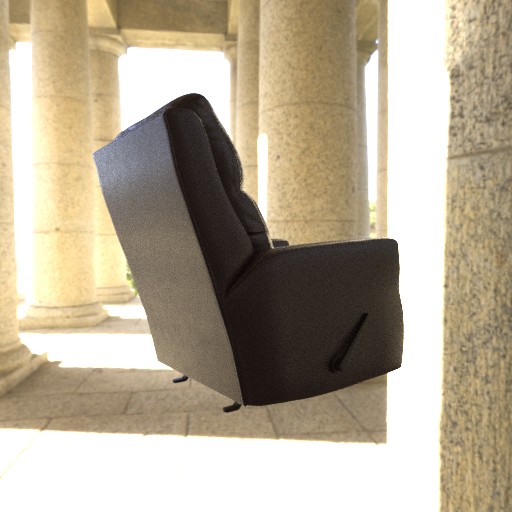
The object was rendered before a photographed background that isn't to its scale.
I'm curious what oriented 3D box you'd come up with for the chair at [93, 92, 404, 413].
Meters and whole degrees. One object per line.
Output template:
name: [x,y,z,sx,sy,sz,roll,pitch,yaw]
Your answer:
chair: [0.000,0.000,1.780,1.080,1.030,0.829,-1,2,-36]
